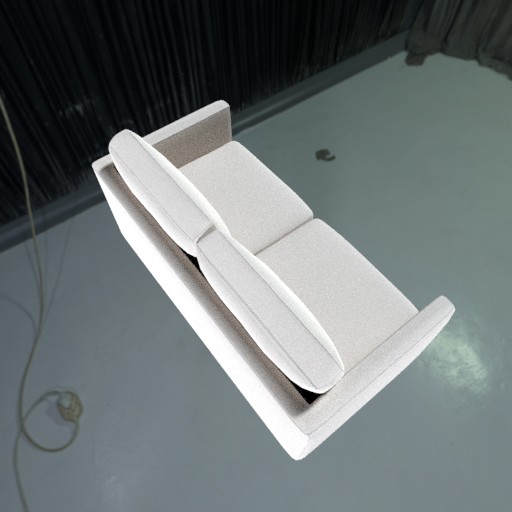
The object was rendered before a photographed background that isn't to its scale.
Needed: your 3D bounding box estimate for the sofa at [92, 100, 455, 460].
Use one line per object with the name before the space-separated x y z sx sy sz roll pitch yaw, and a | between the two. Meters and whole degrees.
sofa | 0.000 0.000 2.282 0.873 0.888 1.722 -33 63 -19
